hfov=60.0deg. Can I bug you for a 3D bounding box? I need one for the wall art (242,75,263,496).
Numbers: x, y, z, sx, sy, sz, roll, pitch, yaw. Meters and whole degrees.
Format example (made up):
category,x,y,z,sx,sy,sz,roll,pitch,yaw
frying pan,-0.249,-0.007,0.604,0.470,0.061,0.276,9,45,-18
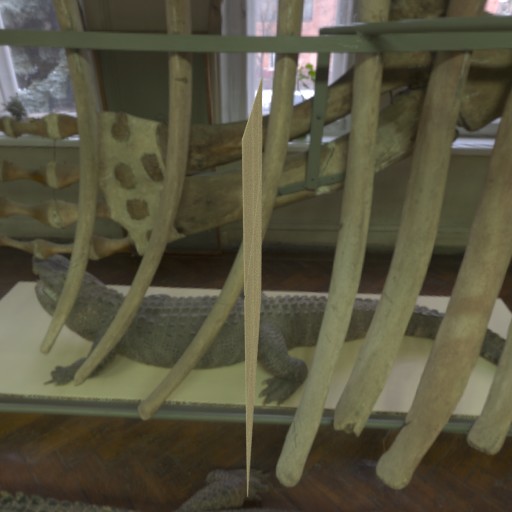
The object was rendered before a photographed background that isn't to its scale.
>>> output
category,x,y,z,sx,sy,sz,roll,pitch,yaw
wall art,0.000,0.000,2.193,0.002,1.505,1.517,1,28,2
